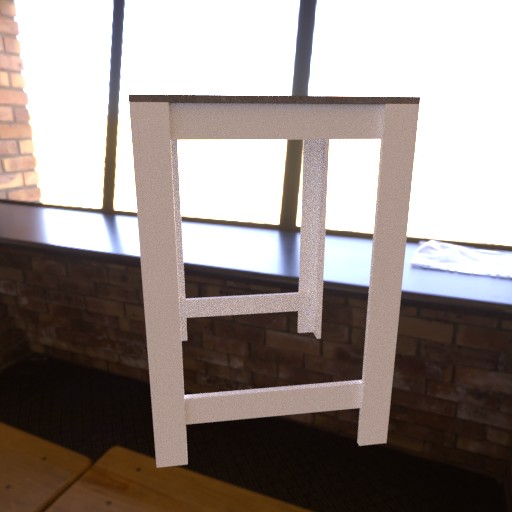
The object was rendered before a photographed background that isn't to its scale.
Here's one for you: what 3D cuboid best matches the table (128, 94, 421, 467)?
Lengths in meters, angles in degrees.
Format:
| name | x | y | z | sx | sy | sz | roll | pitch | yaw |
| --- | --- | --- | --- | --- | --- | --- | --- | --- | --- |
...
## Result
| name | x | y | z | sx | sy | sz | roll | pitch | yaw |
| --- | --- | --- | --- | --- | --- | --- | --- | --- | --- |
| table | 0.000 | 0.000 | 1.564 | 0.700 | 1.020 | 0.800 | -2 | 17 | -8 |
